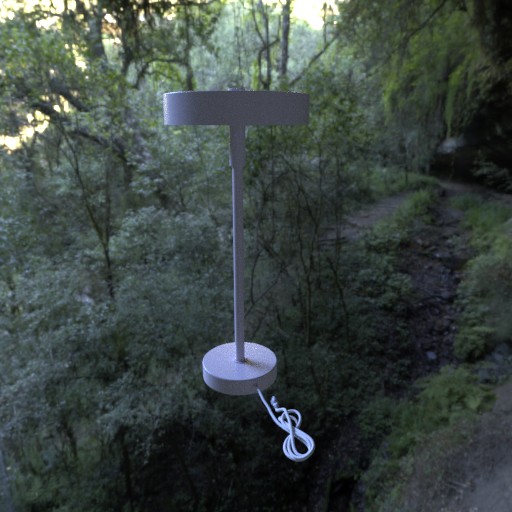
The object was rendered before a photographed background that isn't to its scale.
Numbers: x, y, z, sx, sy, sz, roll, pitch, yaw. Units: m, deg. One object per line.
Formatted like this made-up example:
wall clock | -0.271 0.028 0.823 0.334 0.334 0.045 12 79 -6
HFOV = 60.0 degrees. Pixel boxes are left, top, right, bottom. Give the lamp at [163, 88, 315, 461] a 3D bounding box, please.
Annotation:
lamp | 0.000 0.000 0.708 0.229 0.508 0.369 -8 19 -24
